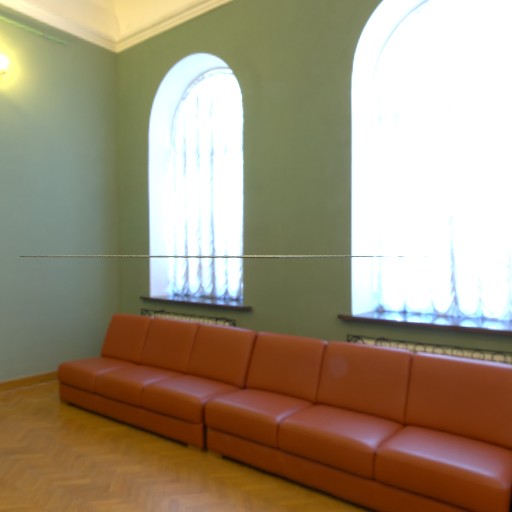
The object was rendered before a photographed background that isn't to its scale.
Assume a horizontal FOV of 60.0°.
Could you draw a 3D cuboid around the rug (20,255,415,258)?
[{"bbox_3d":[0.000,0.000,4.005,2.438,0.013,3.048,0,0,36],"label":"rug"}]
